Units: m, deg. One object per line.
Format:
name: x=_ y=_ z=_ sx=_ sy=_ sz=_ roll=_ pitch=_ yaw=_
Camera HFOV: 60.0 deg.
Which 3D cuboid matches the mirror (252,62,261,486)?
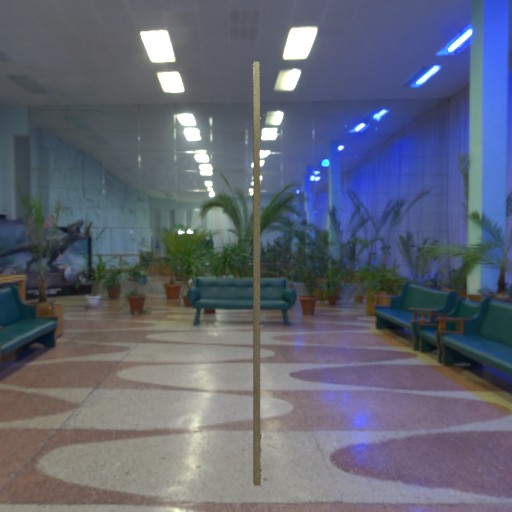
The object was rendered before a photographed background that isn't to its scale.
mirror: x=0.000 y=0.000 z=1.359 sx=0.025 sy=1.175 sz=0.464 roll=0 pitch=2 yaw=0
